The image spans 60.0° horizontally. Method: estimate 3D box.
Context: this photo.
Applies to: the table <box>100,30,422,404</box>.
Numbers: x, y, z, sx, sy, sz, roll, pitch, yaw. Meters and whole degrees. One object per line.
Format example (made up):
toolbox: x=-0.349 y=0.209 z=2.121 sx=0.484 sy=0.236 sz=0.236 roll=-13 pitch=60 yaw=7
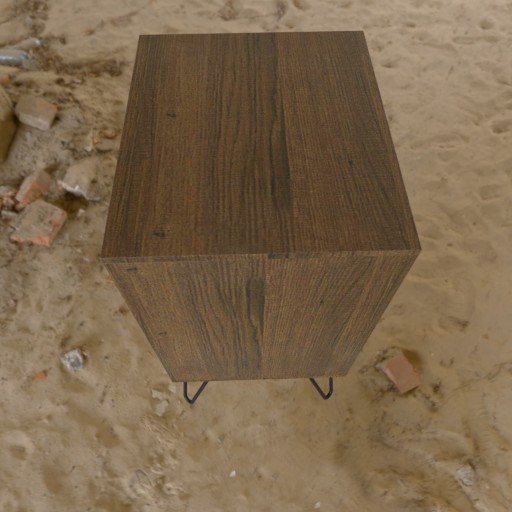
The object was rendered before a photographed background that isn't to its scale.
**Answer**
table: x=0.000 y=0.000 z=1.121 sx=0.457 sy=0.866 sz=0.526 roll=-2 pitch=59 yaw=-1
